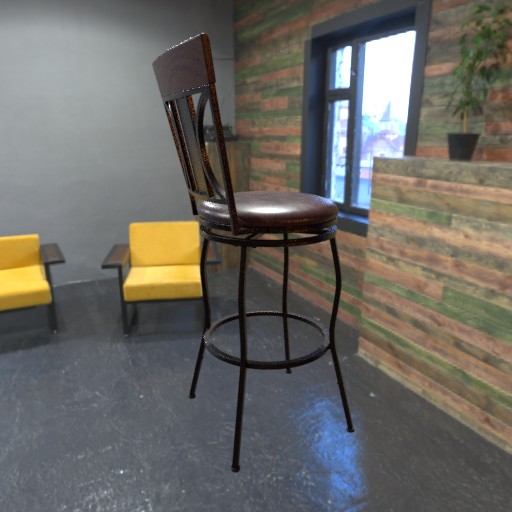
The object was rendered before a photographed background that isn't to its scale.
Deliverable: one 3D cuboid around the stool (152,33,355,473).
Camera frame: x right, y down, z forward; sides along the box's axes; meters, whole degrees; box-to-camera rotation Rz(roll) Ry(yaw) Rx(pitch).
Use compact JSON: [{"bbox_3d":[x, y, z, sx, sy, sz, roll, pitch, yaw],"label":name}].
[{"bbox_3d":[0.000,0.000,1.365,0.513,1.130,0.448,-7,17,-25],"label":"stool"}]
